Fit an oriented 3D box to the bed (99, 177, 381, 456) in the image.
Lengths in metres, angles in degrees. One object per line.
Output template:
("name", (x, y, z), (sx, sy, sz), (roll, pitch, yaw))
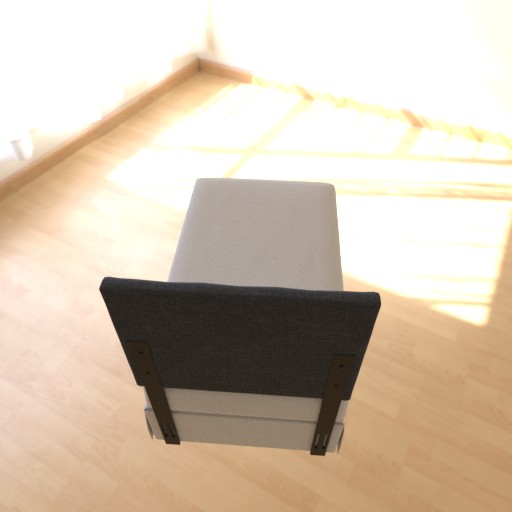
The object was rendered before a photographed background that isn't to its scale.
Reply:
("bed", (0.000, 0.000, 2.990), (1.261, 1.571, 1.997), (3, 46, 3))
